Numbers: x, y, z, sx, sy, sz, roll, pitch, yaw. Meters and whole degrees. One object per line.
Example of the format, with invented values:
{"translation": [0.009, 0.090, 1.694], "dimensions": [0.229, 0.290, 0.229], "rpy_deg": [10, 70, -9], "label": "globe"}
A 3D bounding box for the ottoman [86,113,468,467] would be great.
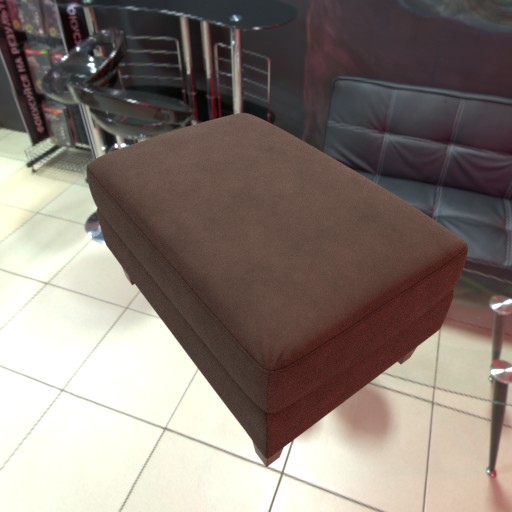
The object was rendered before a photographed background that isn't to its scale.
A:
{"translation": [0.000, 0.000, 1.202], "dimensions": [0.584, 0.483, 0.864], "rpy_deg": [-26, 48, -26], "label": "ottoman"}
